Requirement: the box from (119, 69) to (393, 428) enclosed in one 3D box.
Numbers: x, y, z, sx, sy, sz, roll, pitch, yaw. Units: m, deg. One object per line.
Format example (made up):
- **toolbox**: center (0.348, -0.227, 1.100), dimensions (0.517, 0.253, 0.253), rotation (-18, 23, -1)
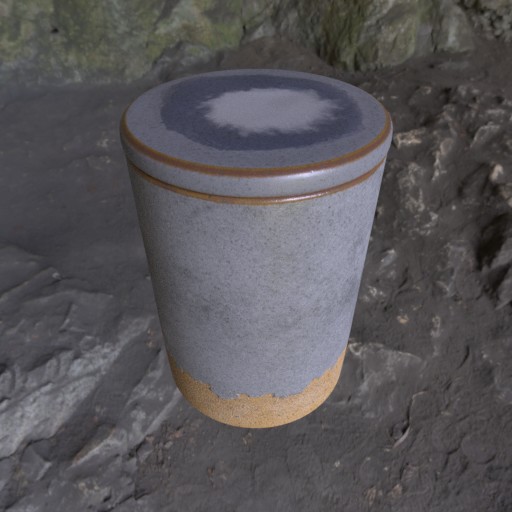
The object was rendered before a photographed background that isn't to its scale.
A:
- **box**: center (0.000, 0.000, 0.246), dimensions (0.118, 0.168, 0.118), rotation (0, 39, 0)
